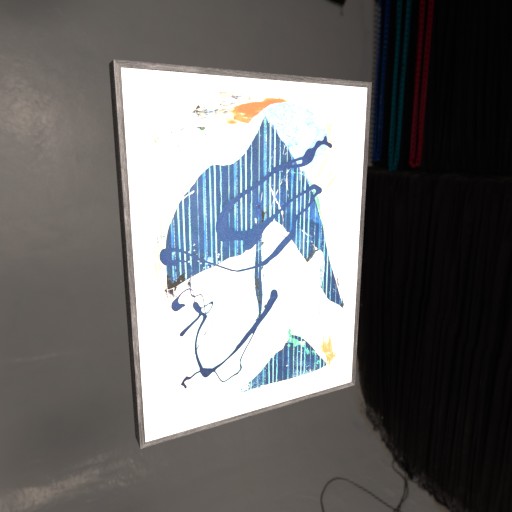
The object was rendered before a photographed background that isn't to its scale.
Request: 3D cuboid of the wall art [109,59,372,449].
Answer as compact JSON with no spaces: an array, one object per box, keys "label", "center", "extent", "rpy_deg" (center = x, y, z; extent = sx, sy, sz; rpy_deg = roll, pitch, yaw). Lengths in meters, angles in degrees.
[{"label":"wall art","center":[0.000,0.000,1.322],"extent":[0.762,1.016,0.063],"rpy_deg":[-7,15,-27]}]
